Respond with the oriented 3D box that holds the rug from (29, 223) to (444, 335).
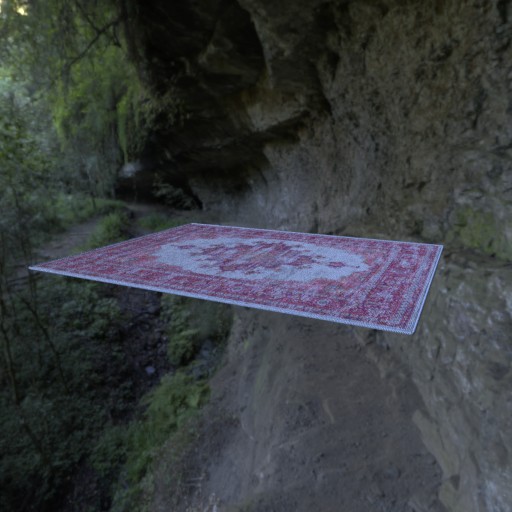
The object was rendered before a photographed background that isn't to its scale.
[{"bbox_3d":[0.000,0.000,4.161,3.123,0.017,2.447,7,16,25],"label":"rug"}]
